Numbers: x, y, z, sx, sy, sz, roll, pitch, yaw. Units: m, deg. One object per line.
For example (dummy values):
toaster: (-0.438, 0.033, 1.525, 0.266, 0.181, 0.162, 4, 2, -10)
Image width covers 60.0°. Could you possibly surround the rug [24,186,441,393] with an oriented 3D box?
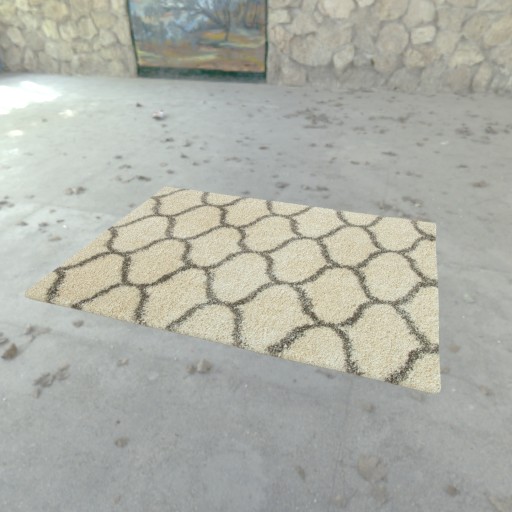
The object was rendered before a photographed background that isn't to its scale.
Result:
rug: (0.000, 0.000, 2.067, 1.600, 0.025, 1.200, 10, 33, 16)
